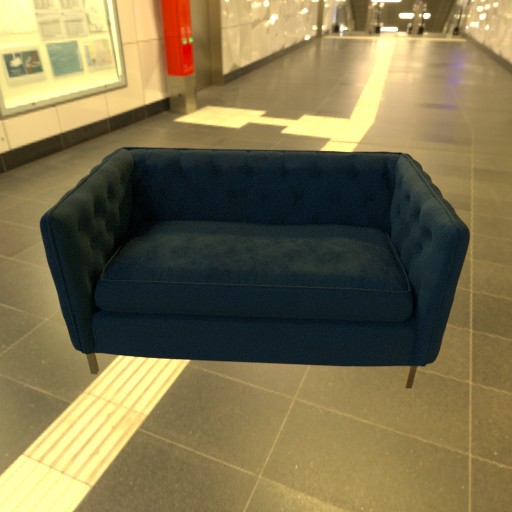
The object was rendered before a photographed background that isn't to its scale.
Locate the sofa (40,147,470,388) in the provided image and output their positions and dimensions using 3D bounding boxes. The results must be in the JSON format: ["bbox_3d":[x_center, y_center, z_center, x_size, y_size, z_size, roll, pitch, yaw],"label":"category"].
[{"bbox_3d":[0.000,0.000,2.114,1.583,0.810,0.909,2,30,3],"label":"sofa"}]
